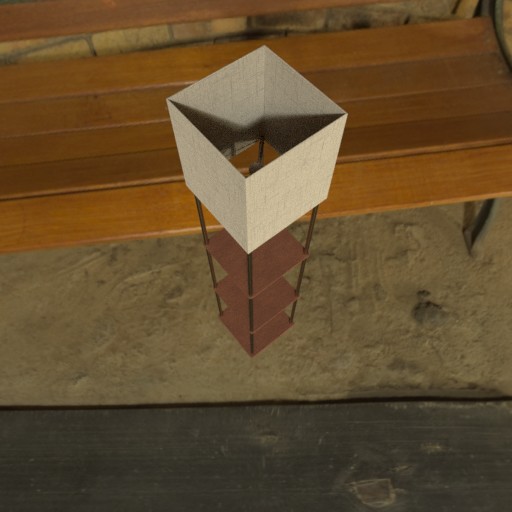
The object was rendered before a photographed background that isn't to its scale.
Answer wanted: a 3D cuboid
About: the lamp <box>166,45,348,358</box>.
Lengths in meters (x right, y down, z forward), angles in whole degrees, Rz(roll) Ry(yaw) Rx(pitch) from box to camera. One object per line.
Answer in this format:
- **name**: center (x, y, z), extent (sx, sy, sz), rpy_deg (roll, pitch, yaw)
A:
- **lamp**: center (0.000, 0.000, 1.754), extent (0.308, 1.569, 0.310), rpy_deg (-36, 68, -17)
